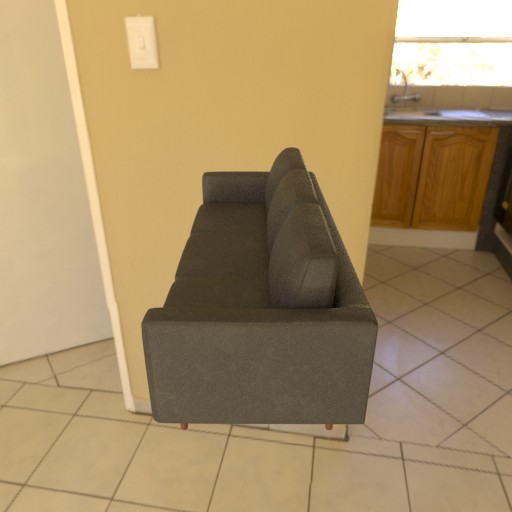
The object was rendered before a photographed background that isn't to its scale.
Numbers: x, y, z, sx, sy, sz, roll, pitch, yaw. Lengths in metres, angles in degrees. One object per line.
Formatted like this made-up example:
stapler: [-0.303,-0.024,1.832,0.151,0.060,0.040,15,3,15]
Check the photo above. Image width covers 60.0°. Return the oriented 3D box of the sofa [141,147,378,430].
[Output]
sofa: [0.000,0.000,2.570,0.879,0.899,2.029,0,26,0]
